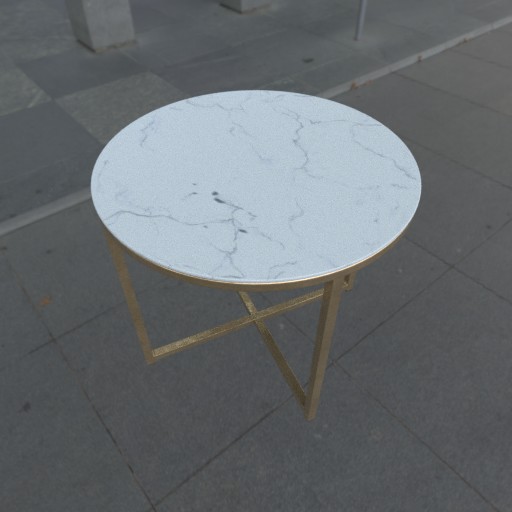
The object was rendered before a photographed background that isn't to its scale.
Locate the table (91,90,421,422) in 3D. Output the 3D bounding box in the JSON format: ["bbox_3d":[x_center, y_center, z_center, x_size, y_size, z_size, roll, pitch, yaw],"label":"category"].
[{"bbox_3d":[0.000,0.000,0.841,0.500,0.420,0.500,0,45,0],"label":"table"}]
